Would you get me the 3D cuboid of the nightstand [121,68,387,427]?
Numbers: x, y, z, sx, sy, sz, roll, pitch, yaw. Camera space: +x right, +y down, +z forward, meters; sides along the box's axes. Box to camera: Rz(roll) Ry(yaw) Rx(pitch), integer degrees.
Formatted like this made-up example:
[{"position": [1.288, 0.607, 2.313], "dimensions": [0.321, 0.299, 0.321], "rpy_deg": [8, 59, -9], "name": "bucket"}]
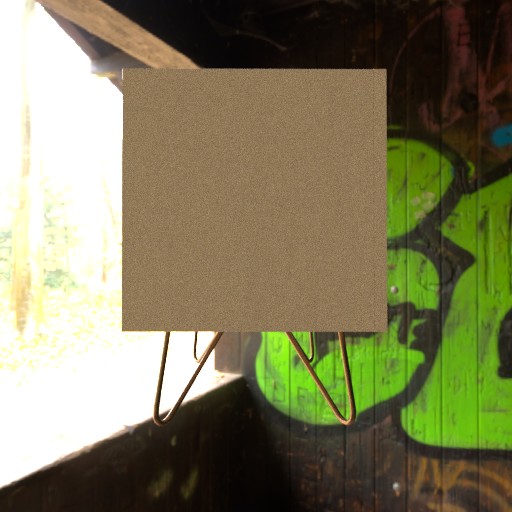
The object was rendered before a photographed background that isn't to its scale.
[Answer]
[{"position": [0.000, 0.000, 1.027], "dimensions": [0.447, 0.604, 0.614], "rpy_deg": [0, -1, 0], "name": "nightstand"}]
